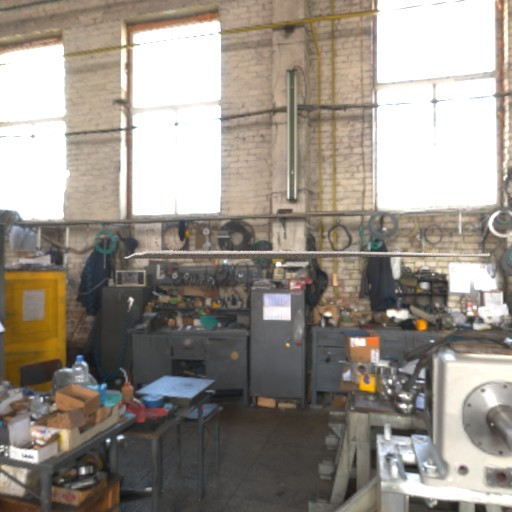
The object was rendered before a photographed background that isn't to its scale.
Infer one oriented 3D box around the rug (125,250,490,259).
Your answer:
[{"bbox_3d":[0.000,0.000,2.945,1.604,0.030,2.307,0,-1,-18],"label":"rug"}]
